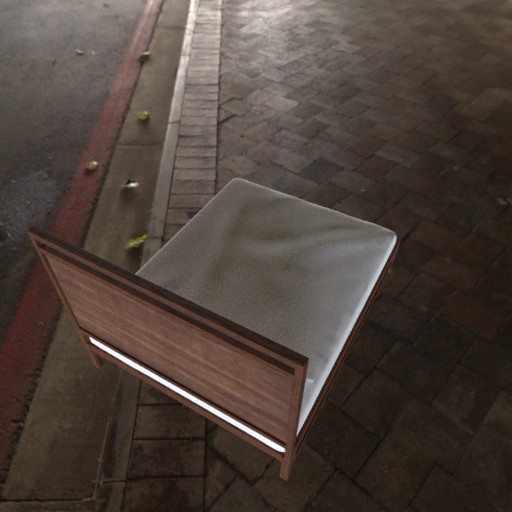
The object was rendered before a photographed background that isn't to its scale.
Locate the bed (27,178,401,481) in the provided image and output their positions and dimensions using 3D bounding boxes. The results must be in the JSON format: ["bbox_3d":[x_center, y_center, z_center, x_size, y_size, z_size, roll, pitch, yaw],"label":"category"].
[{"bbox_3d":[0.000,0.000,3.439,1.765,1.487,2.218,22,50,20],"label":"bed"}]
